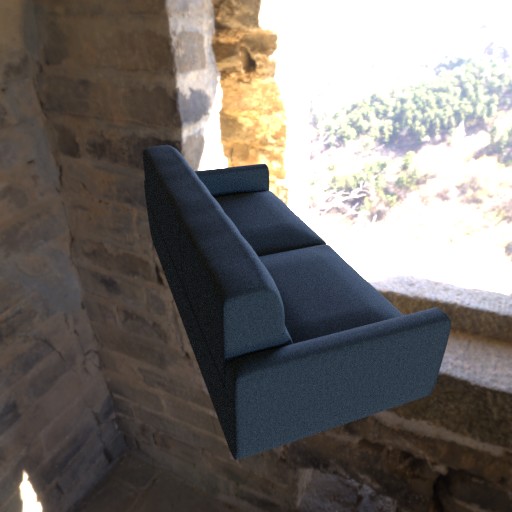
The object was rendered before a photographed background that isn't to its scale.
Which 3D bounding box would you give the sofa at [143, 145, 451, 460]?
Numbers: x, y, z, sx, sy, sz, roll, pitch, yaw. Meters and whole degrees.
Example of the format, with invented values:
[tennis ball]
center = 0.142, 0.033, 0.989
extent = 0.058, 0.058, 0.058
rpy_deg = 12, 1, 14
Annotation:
[sofa]
center = 0.000, 0.000, 2.532
extent = 0.942, 0.884, 2.055
rpy_deg = -11, 32, -18
